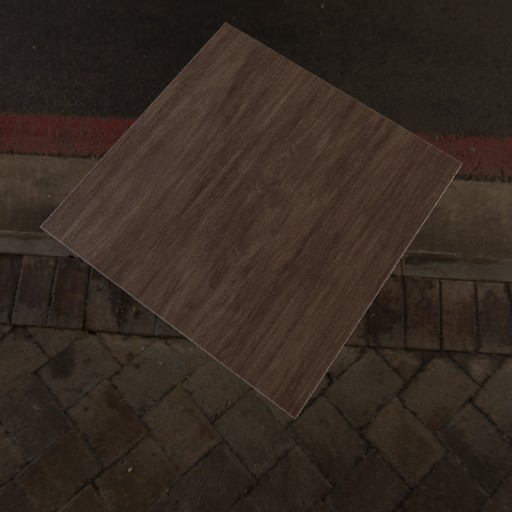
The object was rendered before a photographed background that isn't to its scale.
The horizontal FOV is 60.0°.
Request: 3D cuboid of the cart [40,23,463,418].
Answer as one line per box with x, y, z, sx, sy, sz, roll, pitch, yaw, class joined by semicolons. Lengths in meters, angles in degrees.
0.000;0.000;1.127;0.520;0.762;0.521;35;77;9;cart
